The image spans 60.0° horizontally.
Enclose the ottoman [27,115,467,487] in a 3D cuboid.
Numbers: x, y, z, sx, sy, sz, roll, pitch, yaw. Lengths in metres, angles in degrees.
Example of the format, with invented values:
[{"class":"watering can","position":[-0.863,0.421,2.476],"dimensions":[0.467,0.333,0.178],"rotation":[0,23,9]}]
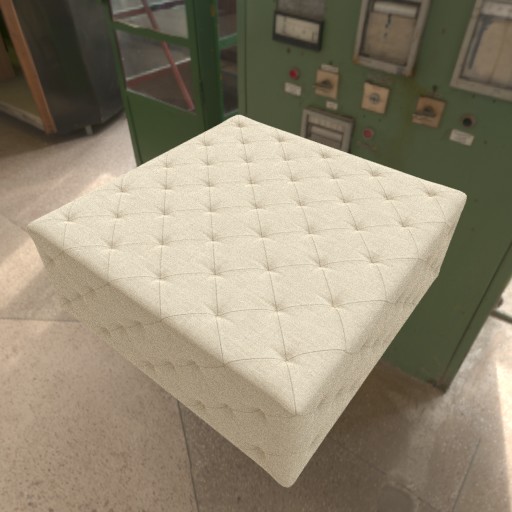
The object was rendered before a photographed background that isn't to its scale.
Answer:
[{"class":"ottoman","position":[0.000,0.000,1.561],"dimensions":[1.028,0.439,1.028],"rotation":[28,49,28]}]
